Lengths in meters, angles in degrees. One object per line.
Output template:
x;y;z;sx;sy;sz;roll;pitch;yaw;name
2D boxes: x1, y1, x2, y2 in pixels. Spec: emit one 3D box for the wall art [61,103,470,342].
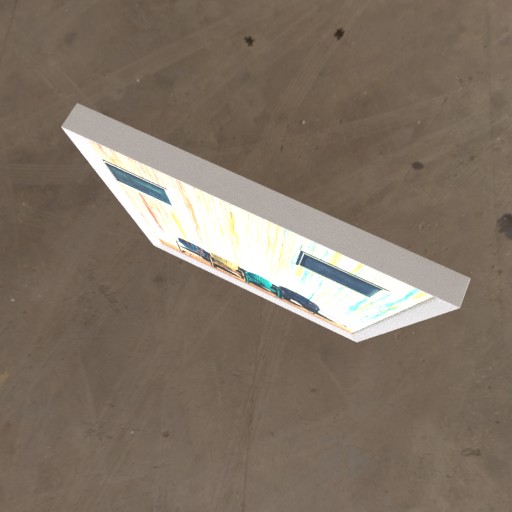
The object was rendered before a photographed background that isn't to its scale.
0.000;0.000;0.757;0.508;0.508;0.037;25;76;7;wall art
